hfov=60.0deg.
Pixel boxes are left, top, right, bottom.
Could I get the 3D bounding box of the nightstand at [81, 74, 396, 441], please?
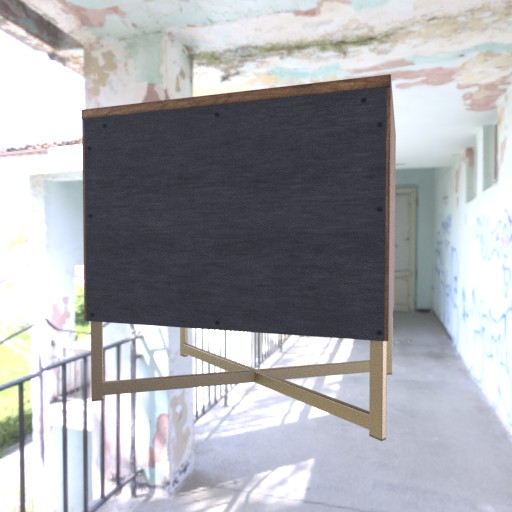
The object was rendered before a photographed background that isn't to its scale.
[{"bbox_3d":[0.000,0.000,1.035,0.610,0.610,0.446,1,2,18],"label":"nightstand"}]
